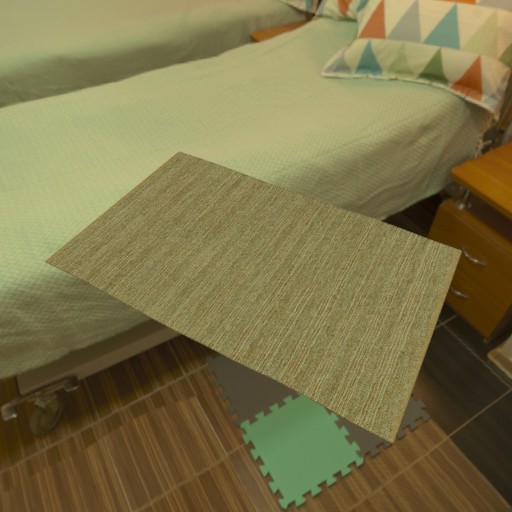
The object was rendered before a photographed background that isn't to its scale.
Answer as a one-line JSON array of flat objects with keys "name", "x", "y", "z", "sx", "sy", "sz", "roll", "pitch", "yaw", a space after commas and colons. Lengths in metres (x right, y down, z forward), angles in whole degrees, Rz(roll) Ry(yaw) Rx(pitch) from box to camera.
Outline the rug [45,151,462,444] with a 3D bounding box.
[{"name": "rug", "x": 0.000, "y": 0.000, "z": 3.062, "sx": 2.448, "sy": 0.012, "sz": 1.540, "roll": 23, "pitch": 51, "yaw": 20}]
